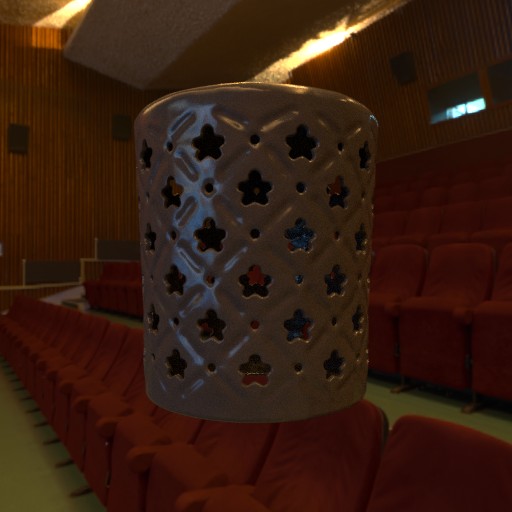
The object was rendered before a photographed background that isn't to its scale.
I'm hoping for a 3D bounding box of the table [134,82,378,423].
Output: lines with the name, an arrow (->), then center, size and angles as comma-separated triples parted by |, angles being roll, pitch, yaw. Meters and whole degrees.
table -> 0.000, 0.000, 0.658 | 0.352, 0.387, 0.352 | 0, -1, 0
